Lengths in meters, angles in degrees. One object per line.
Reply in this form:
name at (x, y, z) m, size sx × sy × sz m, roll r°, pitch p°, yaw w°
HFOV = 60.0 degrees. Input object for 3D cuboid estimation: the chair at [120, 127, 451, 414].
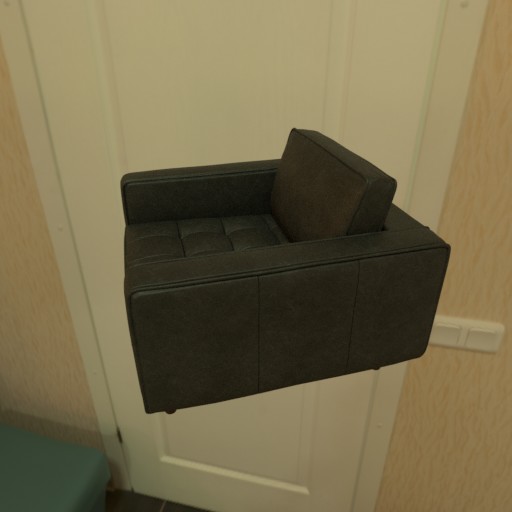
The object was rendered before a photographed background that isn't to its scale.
chair at (0.000, 0.000, 1.595) m, size 0.914 × 0.763 × 0.889 m, roll -8°, pitch 31°, yaw -13°
